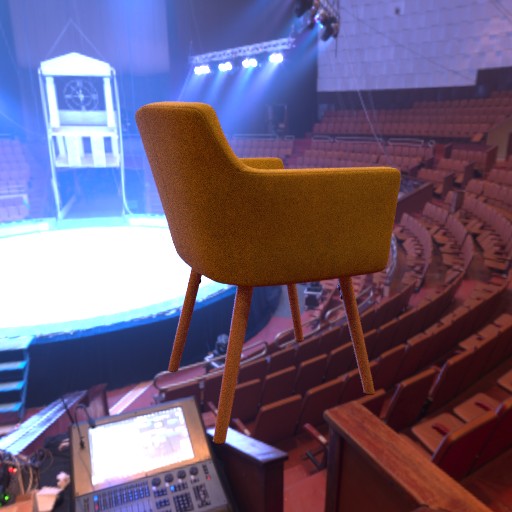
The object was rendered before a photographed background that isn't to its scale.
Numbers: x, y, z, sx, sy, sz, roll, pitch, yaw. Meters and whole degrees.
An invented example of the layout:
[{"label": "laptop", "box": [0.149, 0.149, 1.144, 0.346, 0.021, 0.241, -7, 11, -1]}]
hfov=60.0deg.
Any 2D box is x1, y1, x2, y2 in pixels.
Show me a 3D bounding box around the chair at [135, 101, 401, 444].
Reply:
[{"label": "chair", "box": [0.000, 0.000, 1.215, 0.570, 0.780, 0.570, -7, 17, -26]}]
